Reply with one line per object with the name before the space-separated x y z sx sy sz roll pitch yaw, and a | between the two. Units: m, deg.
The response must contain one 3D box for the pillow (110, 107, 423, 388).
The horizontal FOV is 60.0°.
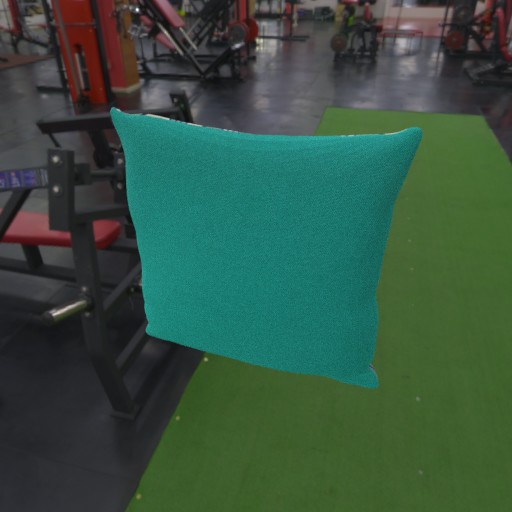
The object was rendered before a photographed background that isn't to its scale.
pillow | 0.000 0.000 0.698 0.440 0.441 0.182 9 34 14
